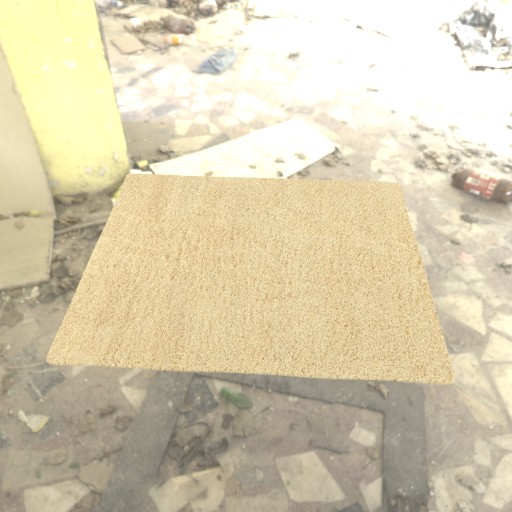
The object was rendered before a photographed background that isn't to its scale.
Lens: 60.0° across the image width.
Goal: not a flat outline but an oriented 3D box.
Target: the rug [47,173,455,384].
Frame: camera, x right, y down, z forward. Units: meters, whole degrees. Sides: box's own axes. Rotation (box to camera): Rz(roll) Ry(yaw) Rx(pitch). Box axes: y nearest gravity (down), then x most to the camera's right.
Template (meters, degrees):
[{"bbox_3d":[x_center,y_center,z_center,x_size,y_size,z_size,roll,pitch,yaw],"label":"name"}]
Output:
[{"bbox_3d":[0.000,0.000,4.047,3.001,0.025,2.401,2,46,2],"label":"rug"}]
